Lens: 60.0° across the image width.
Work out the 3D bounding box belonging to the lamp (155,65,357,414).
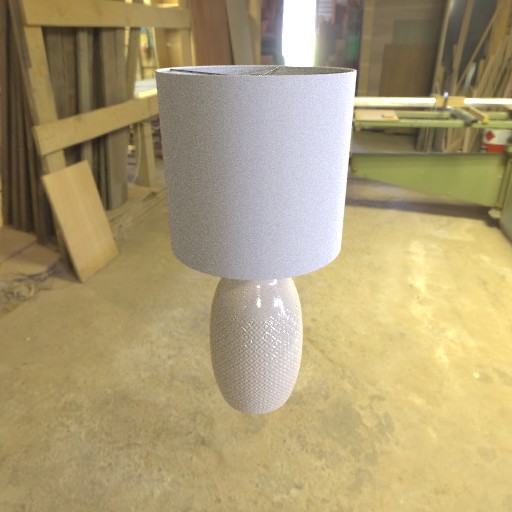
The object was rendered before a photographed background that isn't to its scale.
[{"bbox_3d":[0.000,0.000,0.583,0.217,0.453,0.217,7,26,15],"label":"lamp"}]
